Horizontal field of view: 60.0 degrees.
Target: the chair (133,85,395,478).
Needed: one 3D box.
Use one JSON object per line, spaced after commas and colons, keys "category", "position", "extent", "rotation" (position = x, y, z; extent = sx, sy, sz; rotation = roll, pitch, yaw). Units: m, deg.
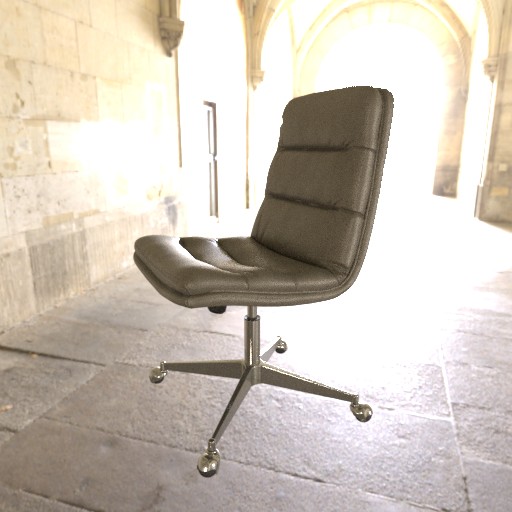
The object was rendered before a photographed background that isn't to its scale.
{"category": "chair", "position": [0.000, 0.000, 1.012], "extent": [0.485, 0.738, 0.422], "rotation": [-7, 16, -27]}
